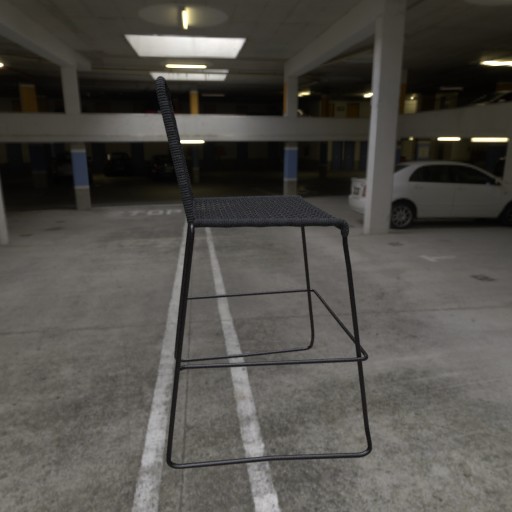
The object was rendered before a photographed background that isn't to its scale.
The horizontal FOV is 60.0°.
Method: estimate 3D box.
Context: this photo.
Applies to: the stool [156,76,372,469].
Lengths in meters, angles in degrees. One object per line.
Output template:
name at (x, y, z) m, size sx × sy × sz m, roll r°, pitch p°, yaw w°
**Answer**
stool at (0.000, 0.000, 1.236) m, size 0.509 × 0.905 × 0.590 m, roll -2°, pitch 15°, yaw -8°
